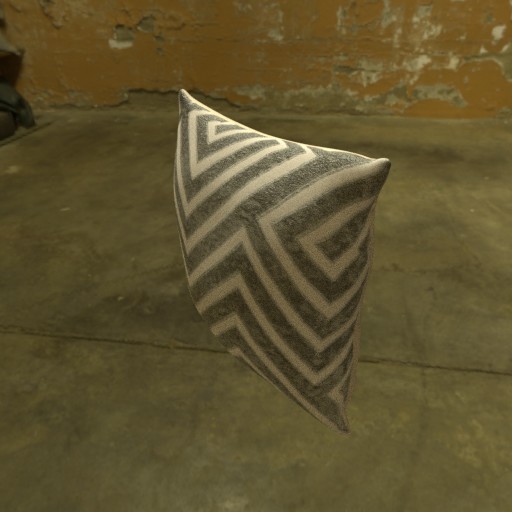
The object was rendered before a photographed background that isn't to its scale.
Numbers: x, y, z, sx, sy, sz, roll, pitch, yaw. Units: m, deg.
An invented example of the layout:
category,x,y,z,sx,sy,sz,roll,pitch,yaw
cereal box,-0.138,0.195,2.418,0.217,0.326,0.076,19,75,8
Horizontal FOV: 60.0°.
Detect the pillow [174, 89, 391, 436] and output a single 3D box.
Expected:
category,x,y,z,sx,sy,sz,roll,pitch,yaw
pillow,0.000,0.000,0.697,0.182,0.441,0.440,-21,37,-31
